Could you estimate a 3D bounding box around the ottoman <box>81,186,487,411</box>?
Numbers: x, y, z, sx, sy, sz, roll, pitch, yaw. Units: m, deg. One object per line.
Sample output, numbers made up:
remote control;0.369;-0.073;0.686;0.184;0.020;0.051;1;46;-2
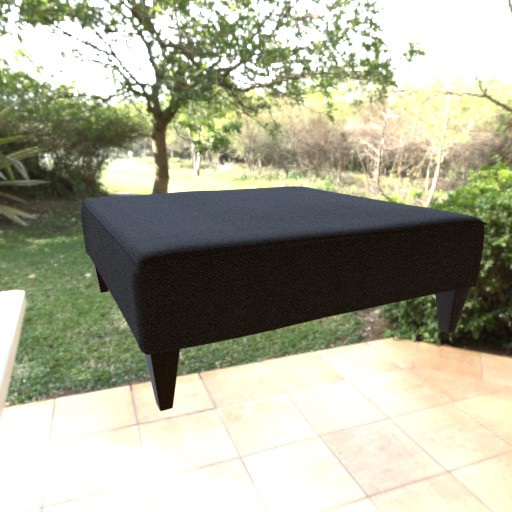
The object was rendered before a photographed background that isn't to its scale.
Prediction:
ottoman;0.000;0.000;1.475;0.981;0.378;0.970;-7;16;-26
